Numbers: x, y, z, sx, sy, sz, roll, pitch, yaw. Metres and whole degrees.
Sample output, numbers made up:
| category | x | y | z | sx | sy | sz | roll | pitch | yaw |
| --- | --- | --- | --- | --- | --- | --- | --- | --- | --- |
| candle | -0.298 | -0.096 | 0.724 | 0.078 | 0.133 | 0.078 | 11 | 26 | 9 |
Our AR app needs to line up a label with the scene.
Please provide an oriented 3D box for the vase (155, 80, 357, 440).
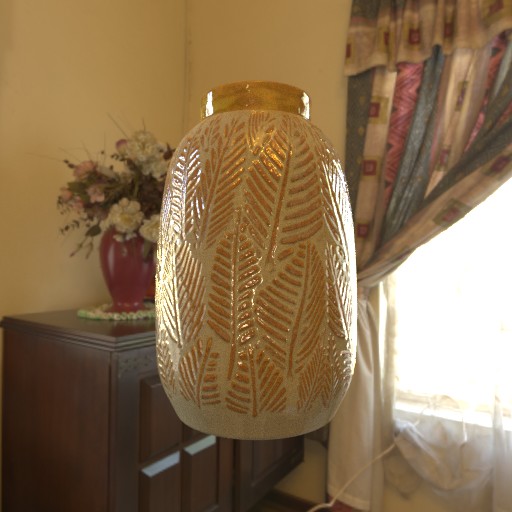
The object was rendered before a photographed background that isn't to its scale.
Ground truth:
| category | x | y | z | sx | sy | sz | roll | pitch | yaw |
| --- | --- | --- | --- | --- | --- | --- | --- | --- | --- |
| vase | 0.000 | 0.000 | 0.387 | 0.172 | 0.270 | 0.172 | 0 | 0 | 0 |
